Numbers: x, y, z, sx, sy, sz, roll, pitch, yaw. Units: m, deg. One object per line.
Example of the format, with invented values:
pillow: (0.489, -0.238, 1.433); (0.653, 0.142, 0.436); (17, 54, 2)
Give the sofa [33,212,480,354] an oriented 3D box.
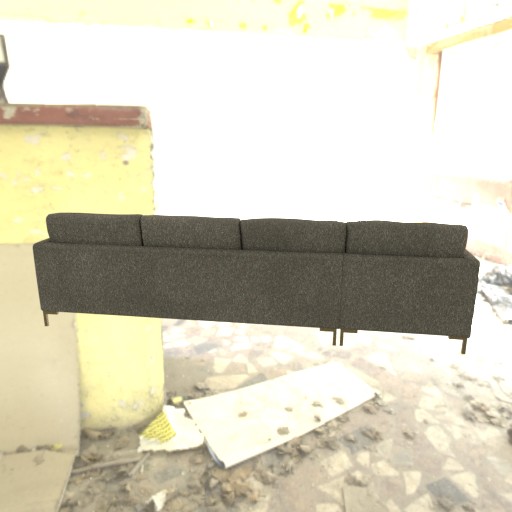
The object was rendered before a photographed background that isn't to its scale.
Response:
sofa: (0.000, 0.000, 3.482); (2.932, 0.810, 1.350); (2, 15, 8)
